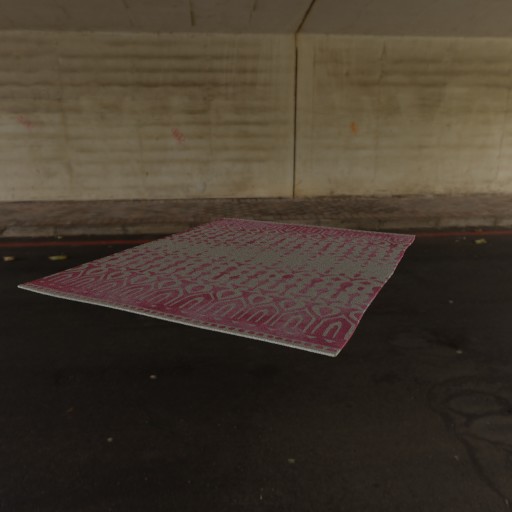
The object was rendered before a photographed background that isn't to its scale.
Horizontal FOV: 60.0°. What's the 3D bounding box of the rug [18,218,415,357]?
[{"bbox_3d":[0.000,0.000,4.077,2.441,0.016,3.095,7,17,25],"label":"rug"}]
